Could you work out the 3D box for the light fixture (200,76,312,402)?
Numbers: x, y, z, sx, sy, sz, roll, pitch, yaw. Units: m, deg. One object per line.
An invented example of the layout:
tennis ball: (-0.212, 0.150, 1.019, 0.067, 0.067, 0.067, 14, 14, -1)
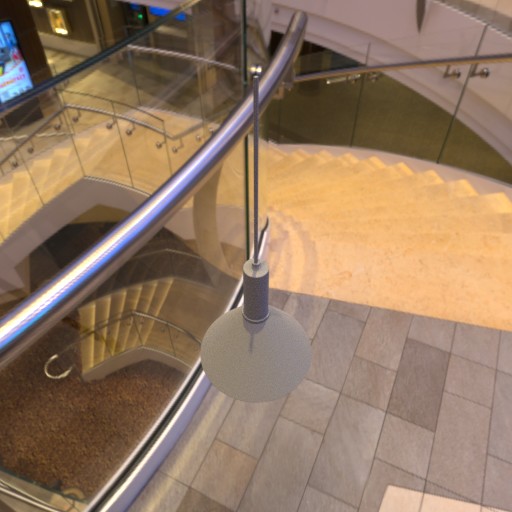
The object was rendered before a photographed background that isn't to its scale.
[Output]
light fixture: (0.000, 0.000, 0.827, 0.267, 0.683, 0.267, -16, 49, -14)
